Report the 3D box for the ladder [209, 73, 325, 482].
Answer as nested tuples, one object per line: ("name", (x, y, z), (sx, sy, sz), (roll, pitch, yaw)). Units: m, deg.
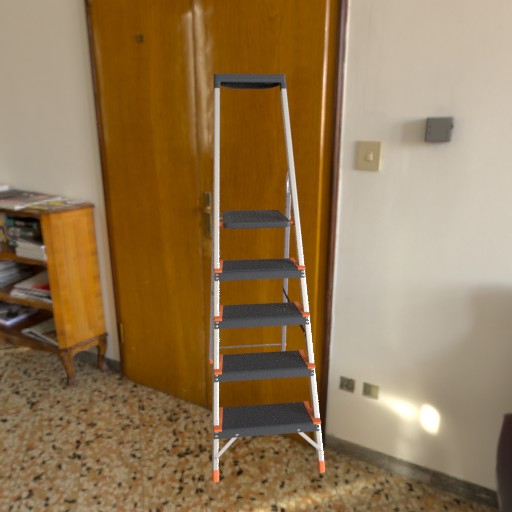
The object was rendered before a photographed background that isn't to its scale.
("ladder", (0.000, 0.000, 2.096), (0.480, 1.646, 0.995), (-2, 17, -6))
